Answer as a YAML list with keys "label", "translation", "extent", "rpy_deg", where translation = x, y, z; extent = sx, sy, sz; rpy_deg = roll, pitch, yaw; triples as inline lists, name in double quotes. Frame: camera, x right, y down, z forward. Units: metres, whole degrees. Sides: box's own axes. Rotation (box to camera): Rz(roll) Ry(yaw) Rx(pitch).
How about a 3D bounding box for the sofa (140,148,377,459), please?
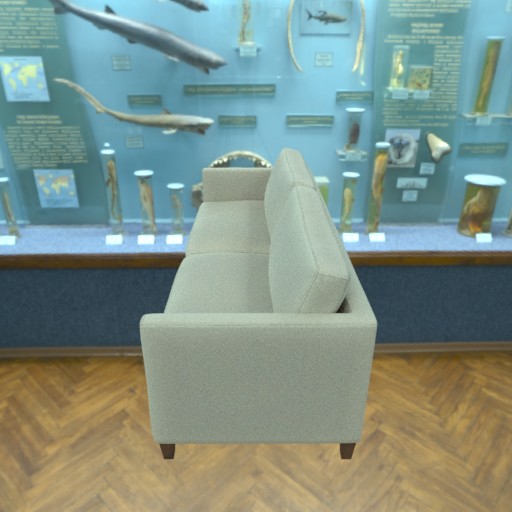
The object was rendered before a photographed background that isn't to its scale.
- label: "sofa"
  translation: [0.000, 0.000, 2.847]
  extent: [0.951, 0.968, 2.361]
  rpy_deg: [0, 26, 0]
